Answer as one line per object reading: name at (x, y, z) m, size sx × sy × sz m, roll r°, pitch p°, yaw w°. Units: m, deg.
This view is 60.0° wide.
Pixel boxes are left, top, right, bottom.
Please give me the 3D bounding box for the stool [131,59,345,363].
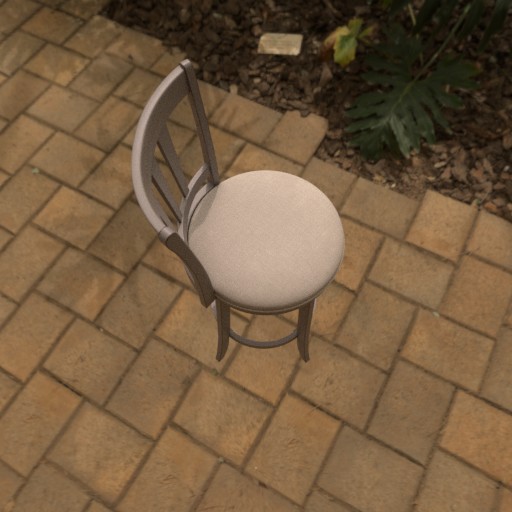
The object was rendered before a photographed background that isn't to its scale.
stool at (0.000, 0.000, 1.295) m, size 0.475 × 1.023 × 0.436 m, roll 0°, pitch 64°, yaw 0°
